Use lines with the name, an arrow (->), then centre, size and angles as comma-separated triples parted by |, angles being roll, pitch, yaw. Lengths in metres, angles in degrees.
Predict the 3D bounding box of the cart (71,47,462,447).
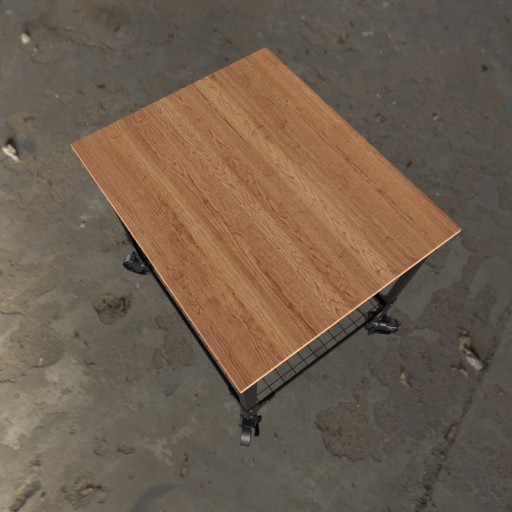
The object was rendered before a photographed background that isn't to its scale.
cart -> 0.000, 0.000, 1.103 | 0.558, 0.603, 0.666 | -33, 68, -15
